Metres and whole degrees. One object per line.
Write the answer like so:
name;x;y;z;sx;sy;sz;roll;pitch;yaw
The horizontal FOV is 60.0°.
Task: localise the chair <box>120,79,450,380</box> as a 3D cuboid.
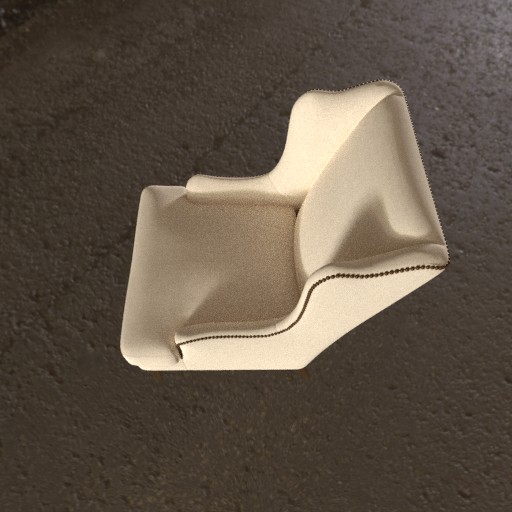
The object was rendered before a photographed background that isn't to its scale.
chair;0.000;0.000;1.636;0.940;1.029;0.737;-1;59;-1
